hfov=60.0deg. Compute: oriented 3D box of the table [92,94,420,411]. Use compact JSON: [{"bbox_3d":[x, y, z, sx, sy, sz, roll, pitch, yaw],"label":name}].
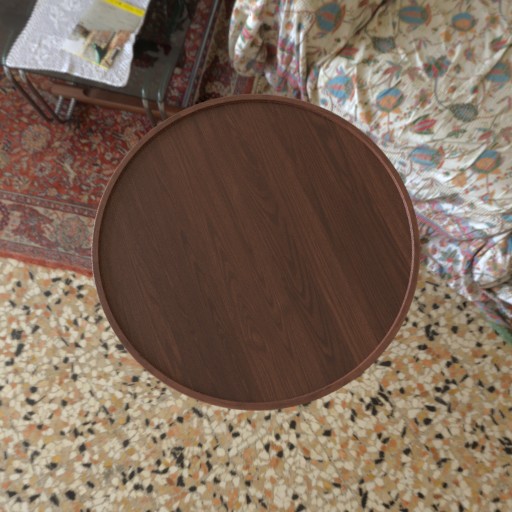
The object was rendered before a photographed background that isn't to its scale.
[{"bbox_3d":[0.000,0.000,1.257,0.800,0.360,0.800,0,76,0],"label":"table"}]
